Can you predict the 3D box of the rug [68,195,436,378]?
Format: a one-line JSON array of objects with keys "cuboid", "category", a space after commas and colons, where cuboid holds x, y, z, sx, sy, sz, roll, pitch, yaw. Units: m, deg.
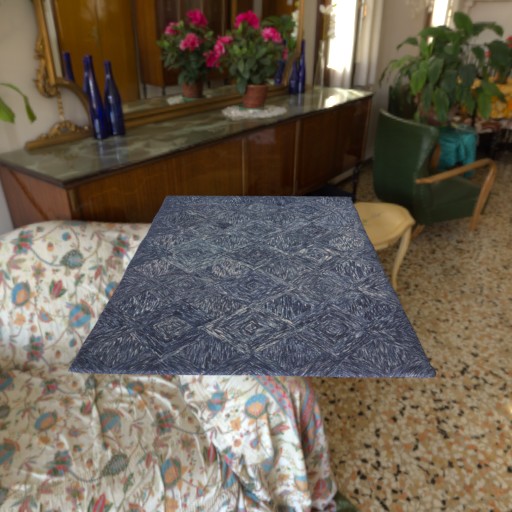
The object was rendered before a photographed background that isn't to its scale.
[{"cuboid": [0.000, 0.000, 4.269, 2.385, 0.024, 3.245, 0, 28, 1], "category": "rug"}]
